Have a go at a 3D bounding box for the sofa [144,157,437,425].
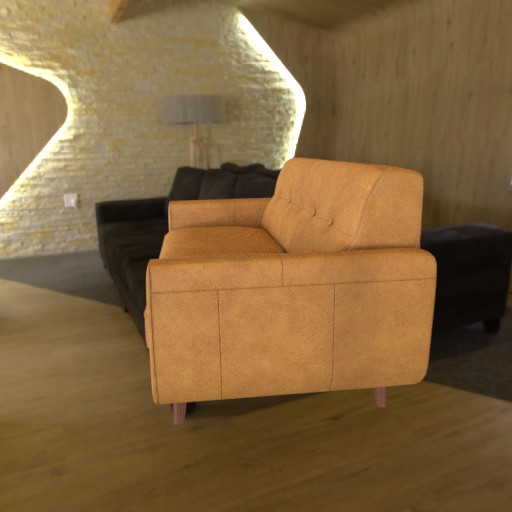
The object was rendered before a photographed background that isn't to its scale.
[{"bbox_3d":[0.000,0.000,2.177,0.952,0.925,1.651,-2,14,-8],"label":"sofa"}]
